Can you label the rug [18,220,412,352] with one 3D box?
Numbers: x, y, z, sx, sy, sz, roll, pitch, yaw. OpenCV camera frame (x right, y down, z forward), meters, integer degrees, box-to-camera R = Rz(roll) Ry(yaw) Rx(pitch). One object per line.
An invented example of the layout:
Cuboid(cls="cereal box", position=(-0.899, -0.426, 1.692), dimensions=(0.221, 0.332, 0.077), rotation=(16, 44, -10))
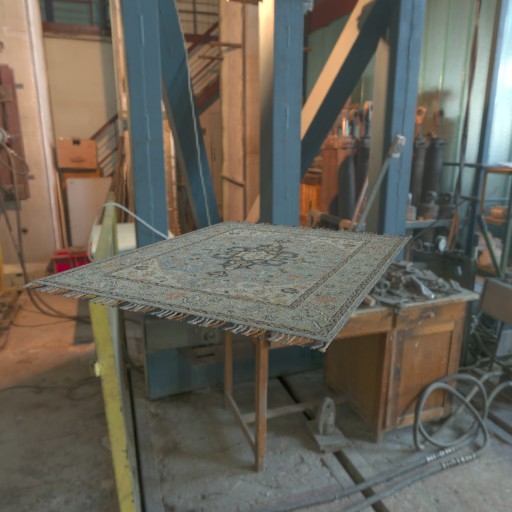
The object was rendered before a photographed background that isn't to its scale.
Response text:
Cuboid(cls="rug", position=(0.000, 0.000, 4.164), dimensions=(2.379, 0.011, 3.221), rotation=(7, 16, 26))
